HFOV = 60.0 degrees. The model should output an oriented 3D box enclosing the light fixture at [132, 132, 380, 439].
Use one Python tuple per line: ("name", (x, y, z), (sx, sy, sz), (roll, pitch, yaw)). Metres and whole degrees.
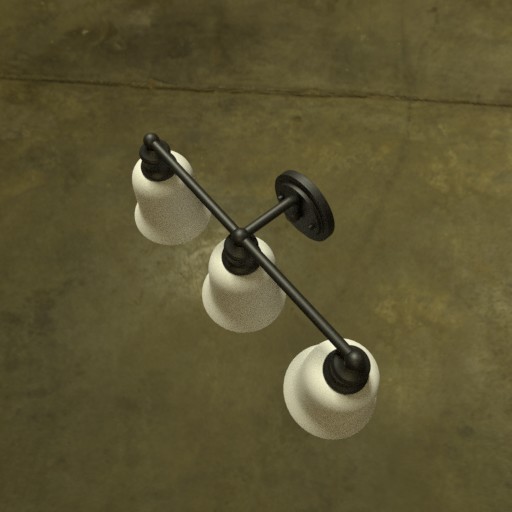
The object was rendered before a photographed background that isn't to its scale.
("light fixture", (0.000, 0.000, 0.678), (0.198, 0.211, 0.570), (-37, 69, -17))
